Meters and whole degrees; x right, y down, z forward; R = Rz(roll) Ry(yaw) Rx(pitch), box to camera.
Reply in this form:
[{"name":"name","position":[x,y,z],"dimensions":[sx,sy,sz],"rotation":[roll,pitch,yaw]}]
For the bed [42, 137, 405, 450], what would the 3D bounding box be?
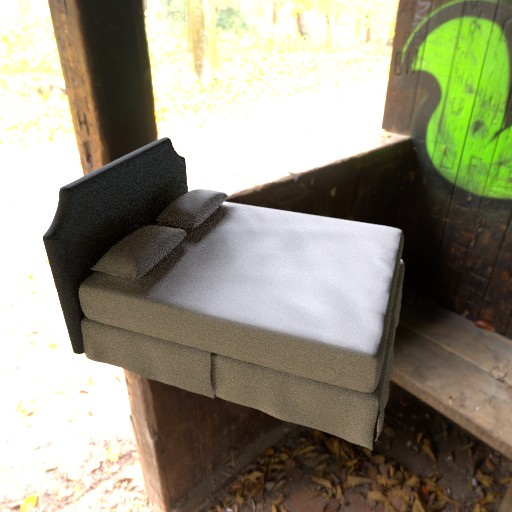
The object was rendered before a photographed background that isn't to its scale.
[{"name":"bed","position":[0.000,0.000,3.396],"dimensions":[2.259,1.296,1.811],"rotation":[11,32,18]}]
